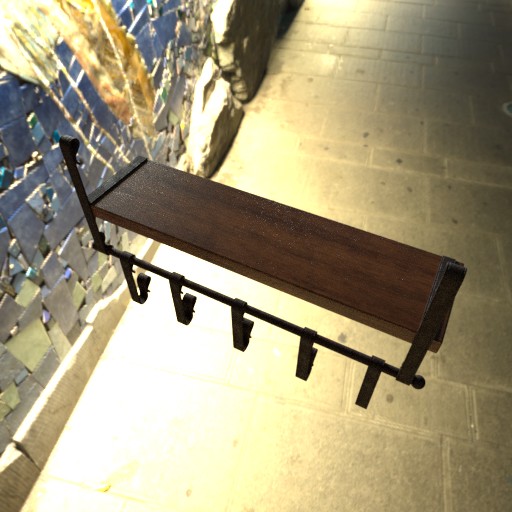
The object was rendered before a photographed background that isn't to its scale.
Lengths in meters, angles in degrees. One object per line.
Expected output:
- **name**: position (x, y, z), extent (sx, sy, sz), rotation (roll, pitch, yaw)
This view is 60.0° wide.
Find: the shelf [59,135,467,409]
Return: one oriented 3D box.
- **shelf**: position (0.000, 0.000, 0.675), extent (0.567, 0.330, 0.146), rotation (21, 49, 19)
